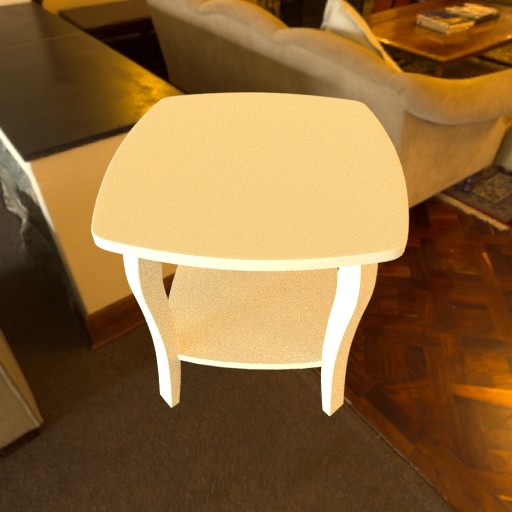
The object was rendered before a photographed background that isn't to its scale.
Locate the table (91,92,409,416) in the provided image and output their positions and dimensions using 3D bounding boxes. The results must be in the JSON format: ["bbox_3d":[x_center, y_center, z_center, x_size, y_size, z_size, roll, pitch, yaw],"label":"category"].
[{"bbox_3d":[0.000,0.000,0.853,0.451,0.438,0.502,2,42,2],"label":"table"}]
